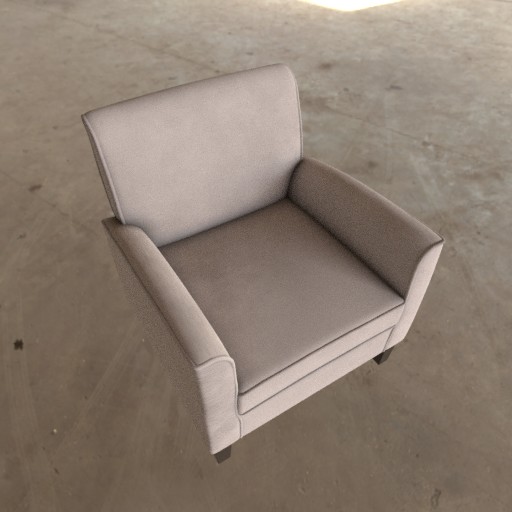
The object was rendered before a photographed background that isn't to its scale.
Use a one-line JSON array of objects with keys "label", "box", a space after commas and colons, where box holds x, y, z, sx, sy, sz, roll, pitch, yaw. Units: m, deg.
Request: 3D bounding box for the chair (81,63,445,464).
[{"label": "chair", "box": [0.000, 0.000, 1.502, 0.820, 0.915, 0.821, -24, 50, -22]}]
